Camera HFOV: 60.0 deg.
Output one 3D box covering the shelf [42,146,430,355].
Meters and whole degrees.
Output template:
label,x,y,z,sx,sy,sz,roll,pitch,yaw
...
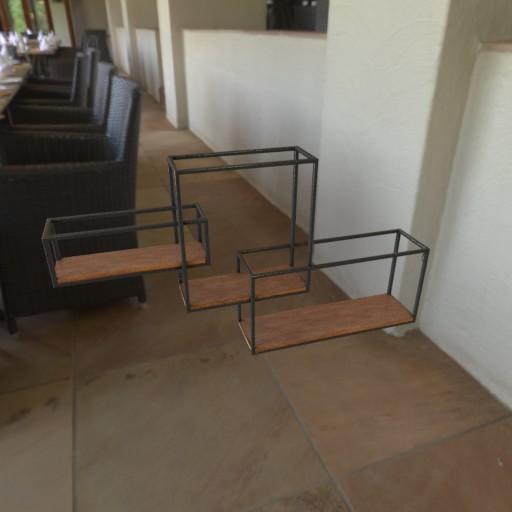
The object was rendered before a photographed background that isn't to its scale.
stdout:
label,x,y,z,sx,sy,sz,roll,pitch,yaw
shelf,0.000,0.000,2.137,1.781,0.972,0.275,-8,28,-15
